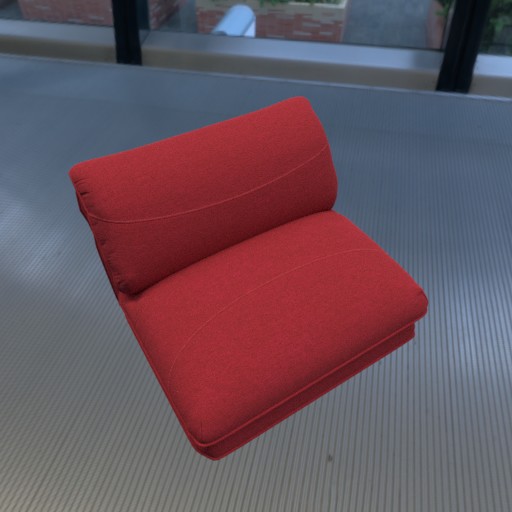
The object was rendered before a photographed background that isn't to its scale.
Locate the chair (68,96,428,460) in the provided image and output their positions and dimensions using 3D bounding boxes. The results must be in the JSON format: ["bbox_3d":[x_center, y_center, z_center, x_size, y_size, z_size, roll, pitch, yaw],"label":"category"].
[{"bbox_3d":[0.000,0.000,1.352,0.820,0.580,0.780,-24,51,-22],"label":"chair"}]
